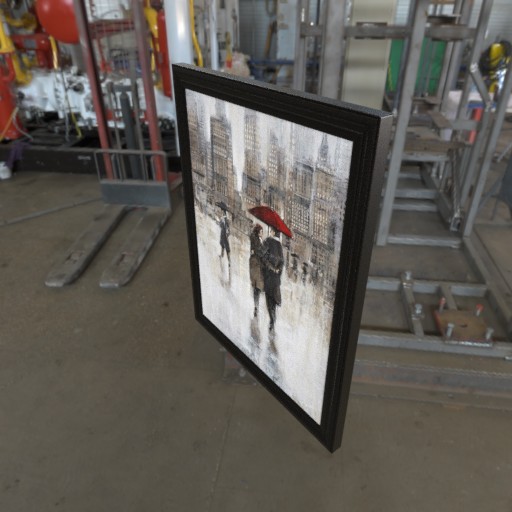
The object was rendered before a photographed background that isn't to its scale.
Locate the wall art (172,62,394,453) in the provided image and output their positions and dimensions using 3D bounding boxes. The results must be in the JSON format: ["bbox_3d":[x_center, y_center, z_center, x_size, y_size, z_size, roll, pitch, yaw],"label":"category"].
[{"bbox_3d":[0.000,0.000,1.613,0.053,1.194,0.950,-22,38,-31],"label":"wall art"}]
